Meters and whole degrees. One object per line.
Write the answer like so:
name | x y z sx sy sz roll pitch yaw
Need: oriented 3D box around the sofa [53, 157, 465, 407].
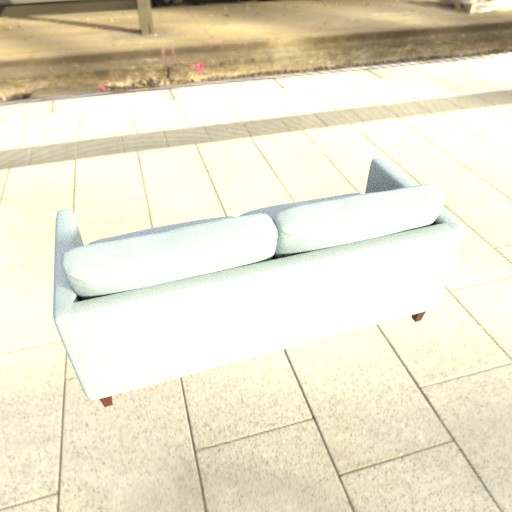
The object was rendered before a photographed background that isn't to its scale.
sofa | 0.000 0.000 2.721 2.208 0.965 0.951 -12 41 -14
